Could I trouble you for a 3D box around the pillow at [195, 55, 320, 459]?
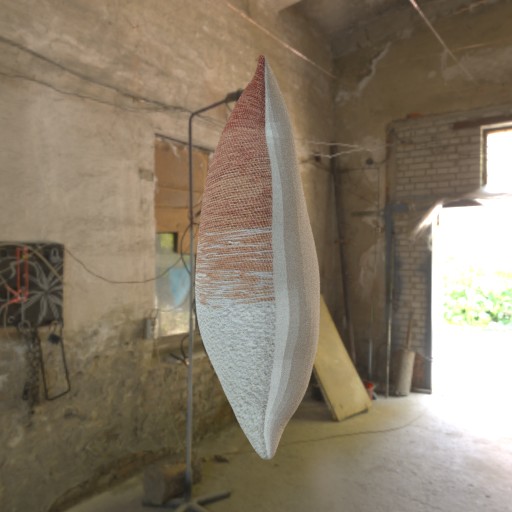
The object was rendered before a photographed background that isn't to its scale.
[{"bbox_3d":[0.000,0.000,0.680,0.182,0.441,0.440,0,1,-1],"label":"pillow"}]
